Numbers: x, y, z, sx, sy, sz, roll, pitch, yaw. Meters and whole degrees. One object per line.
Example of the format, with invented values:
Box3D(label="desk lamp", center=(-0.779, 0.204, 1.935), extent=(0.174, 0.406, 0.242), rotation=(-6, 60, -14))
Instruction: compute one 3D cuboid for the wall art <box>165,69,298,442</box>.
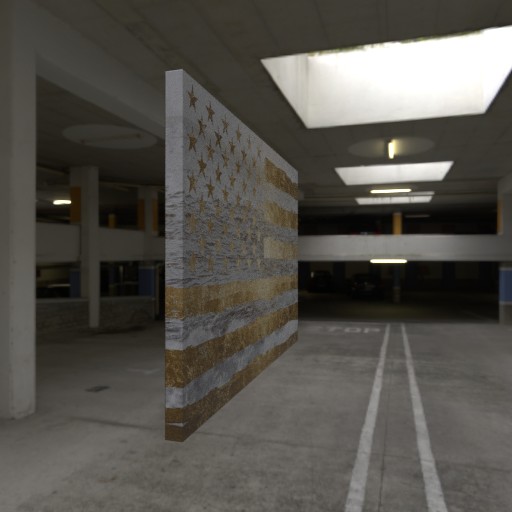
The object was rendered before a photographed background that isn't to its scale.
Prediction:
Box3D(label="wall art", center=(0.000, 0.000, 1.457), extent=(0.041, 0.762, 1.145), rotation=(0, 0, 17))
